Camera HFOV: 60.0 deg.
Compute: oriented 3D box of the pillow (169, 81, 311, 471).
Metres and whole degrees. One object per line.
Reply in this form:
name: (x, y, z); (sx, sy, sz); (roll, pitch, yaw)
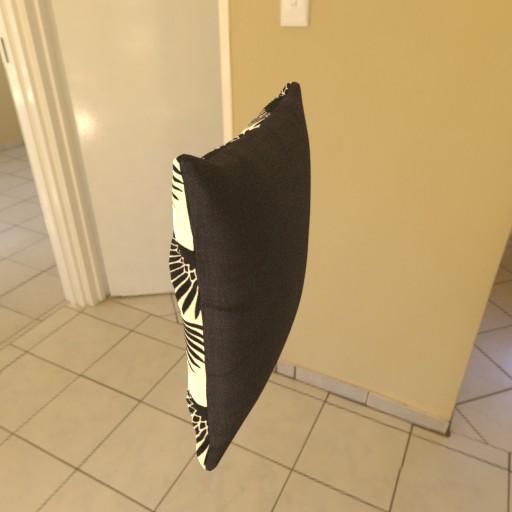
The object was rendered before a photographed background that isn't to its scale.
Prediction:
pillow: (0.000, 0.000, 0.665); (0.139, 0.432, 0.432); (9, 31, 15)
